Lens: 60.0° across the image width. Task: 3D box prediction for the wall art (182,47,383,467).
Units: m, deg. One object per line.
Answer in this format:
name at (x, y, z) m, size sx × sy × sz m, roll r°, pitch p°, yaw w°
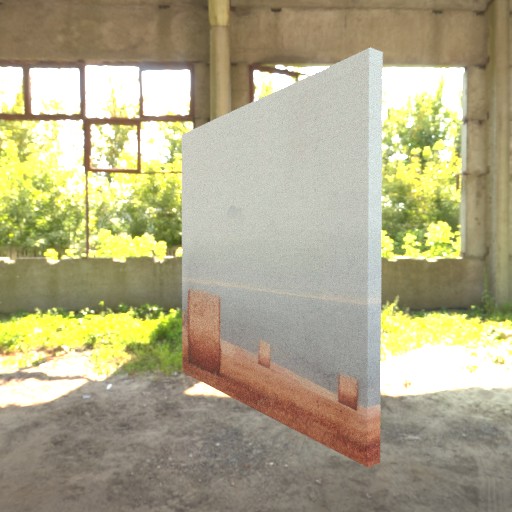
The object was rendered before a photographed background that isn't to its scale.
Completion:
wall art at (0.000, 0.000, 0.598) m, size 0.023 × 0.405 × 0.405 m, roll -1°, pitch 1°, yaw -36°
